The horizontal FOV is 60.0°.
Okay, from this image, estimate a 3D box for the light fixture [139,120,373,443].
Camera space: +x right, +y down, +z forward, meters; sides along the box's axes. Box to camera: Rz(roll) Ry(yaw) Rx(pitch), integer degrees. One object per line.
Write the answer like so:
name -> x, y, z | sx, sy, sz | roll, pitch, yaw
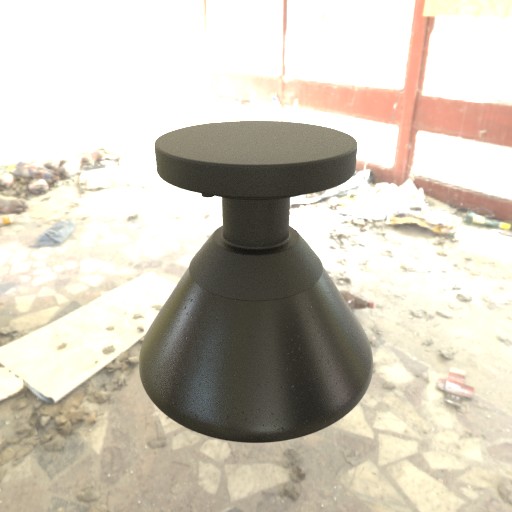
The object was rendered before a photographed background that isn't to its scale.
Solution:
light fixture -> 0.000, 0.000, 0.349 | 0.200, 0.183, 0.200 | 0, 27, 0
